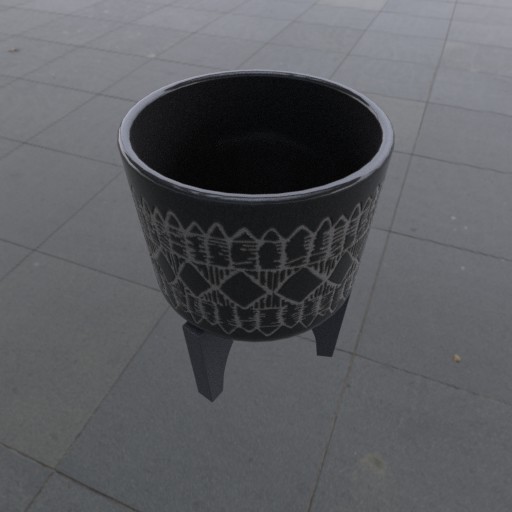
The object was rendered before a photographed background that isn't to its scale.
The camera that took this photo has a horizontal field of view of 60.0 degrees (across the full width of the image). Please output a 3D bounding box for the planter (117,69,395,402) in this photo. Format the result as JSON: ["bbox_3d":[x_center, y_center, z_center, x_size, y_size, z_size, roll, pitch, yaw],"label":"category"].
[{"bbox_3d":[0.000,0.000,0.270,0.129,0.177,0.129,0,43,0],"label":"planter"}]
